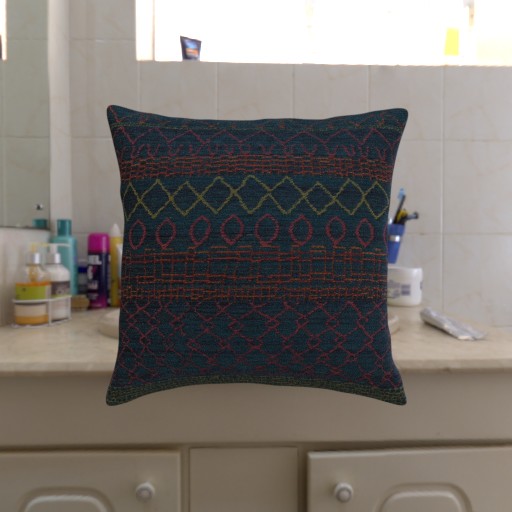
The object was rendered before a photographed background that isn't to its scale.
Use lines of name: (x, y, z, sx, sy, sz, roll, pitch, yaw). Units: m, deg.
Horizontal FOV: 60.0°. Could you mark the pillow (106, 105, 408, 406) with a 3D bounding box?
pillow: (0.000, 0.000, 0.635, 0.431, 0.431, 0.141, 0, 1, 1)
